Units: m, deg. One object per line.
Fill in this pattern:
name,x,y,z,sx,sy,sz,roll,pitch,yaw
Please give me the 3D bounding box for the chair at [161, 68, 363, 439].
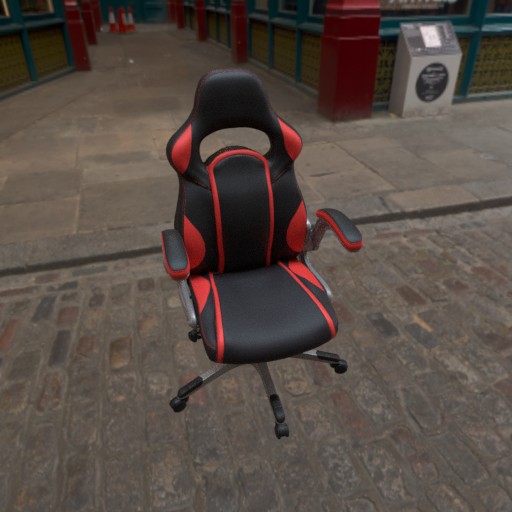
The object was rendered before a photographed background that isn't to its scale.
chair,0.000,0.000,1.594,0.758,1.165,0.712,-9,33,-14
